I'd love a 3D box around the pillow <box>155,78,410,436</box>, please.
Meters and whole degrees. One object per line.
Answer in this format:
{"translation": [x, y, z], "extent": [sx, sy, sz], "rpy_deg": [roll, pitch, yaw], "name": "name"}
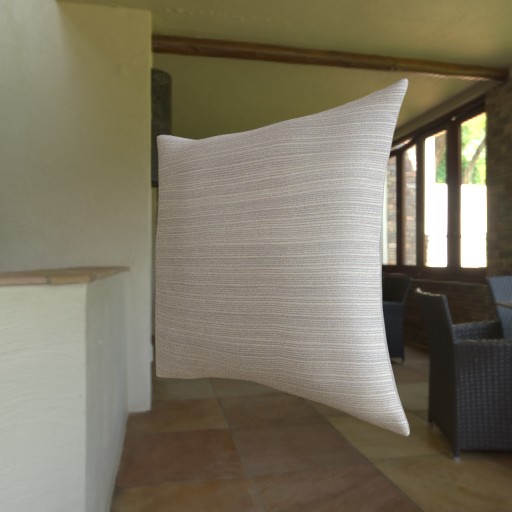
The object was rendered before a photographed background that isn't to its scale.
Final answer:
{"translation": [0.000, 0.000, 0.756], "extent": [0.512, 0.497, 0.204], "rpy_deg": [0, -1, 36], "name": "pillow"}
